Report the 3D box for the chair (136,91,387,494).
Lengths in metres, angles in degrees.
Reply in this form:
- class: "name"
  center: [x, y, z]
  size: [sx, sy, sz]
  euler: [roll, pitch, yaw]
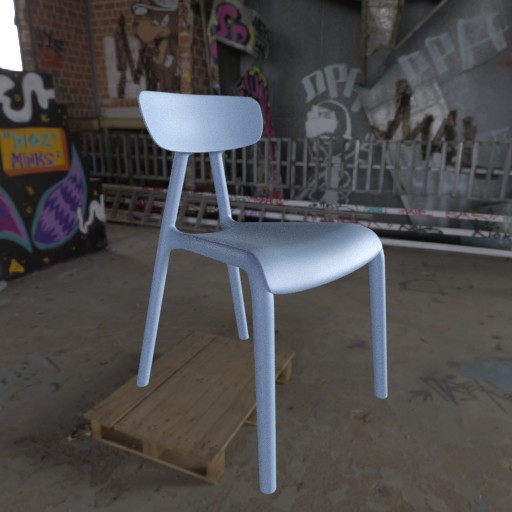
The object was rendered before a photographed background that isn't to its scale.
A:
- class: "chair"
  center: [0.000, 0.000, 0.822]
  size: [0.401, 0.580, 0.356]
  euler: [16, 23, 42]
